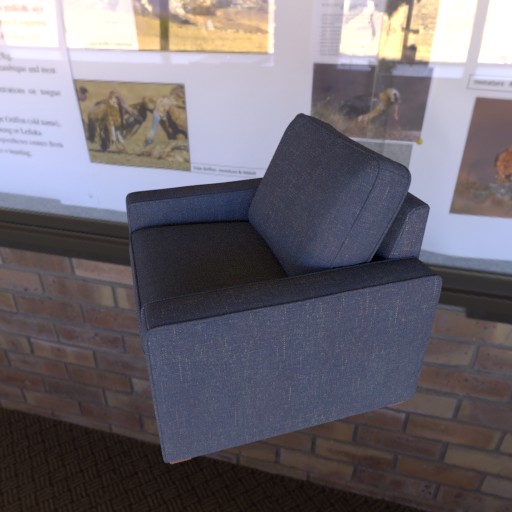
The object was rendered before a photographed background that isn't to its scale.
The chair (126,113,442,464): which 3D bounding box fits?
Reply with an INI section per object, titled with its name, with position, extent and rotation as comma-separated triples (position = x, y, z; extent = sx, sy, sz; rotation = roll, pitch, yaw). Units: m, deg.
[chair]
position = 0.000, 0.000, 1.720
extent = 0.940, 0.919, 1.017
rotation = -9, 31, -15
